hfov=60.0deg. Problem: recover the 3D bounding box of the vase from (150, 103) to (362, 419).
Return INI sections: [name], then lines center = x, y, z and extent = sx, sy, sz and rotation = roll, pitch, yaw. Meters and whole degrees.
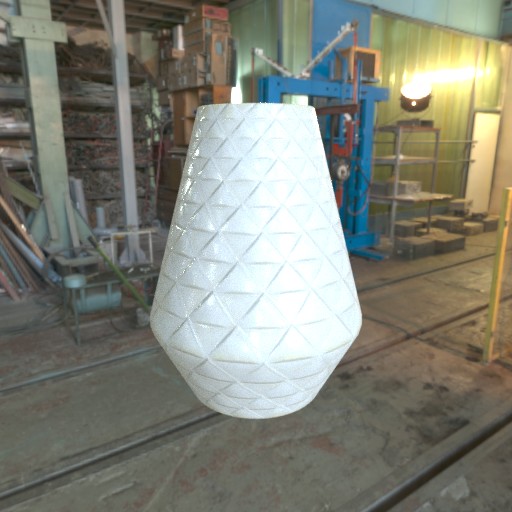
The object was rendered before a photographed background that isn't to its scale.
[vase]
center = 0.000, 0.000, 0.363
extent = 0.175, 0.230, 0.175
rotation = 0, 14, 0
